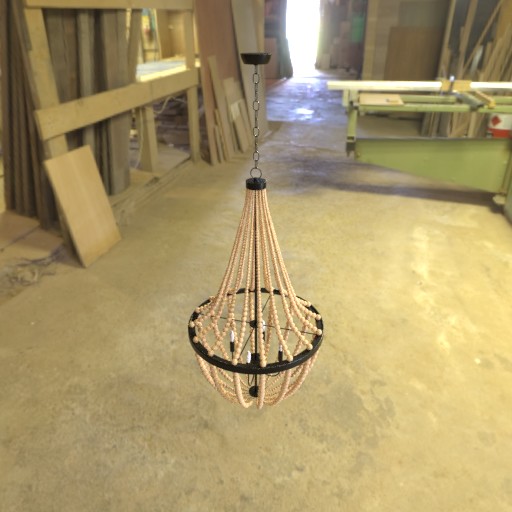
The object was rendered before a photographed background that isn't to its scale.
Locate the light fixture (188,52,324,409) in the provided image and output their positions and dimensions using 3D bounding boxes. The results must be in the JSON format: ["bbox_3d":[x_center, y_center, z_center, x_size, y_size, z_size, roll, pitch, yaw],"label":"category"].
[{"bbox_3d":[0.000,0.000,1.361,0.450,1.133,0.450,0,27,0],"label":"light fixture"}]
